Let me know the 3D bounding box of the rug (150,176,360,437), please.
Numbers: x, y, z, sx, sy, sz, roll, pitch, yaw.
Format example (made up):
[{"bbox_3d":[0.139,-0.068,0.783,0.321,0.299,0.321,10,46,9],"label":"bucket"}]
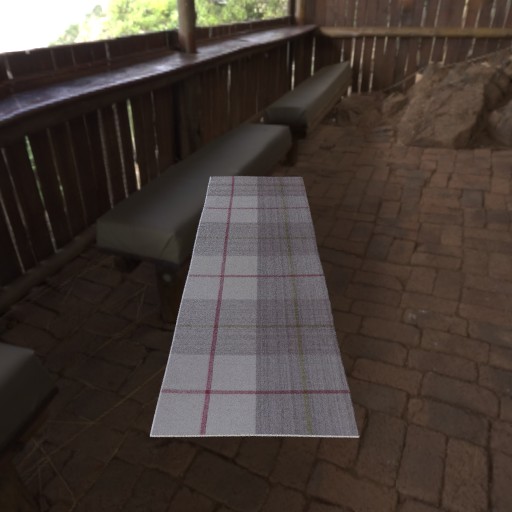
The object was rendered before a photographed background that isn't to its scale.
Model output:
[{"bbox_3d":[0.000,0.000,2.639,0.762,0.013,2.439,0,32,0],"label":"rug"}]
